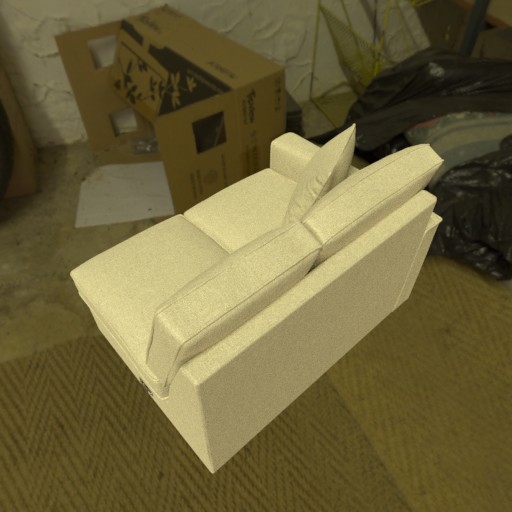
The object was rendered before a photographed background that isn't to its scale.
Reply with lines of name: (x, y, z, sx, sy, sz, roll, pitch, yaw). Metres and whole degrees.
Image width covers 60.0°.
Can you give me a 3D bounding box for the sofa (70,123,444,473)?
sofa: (0.000, 0.000, 2.018, 1.388, 0.989, 0.991, -33, 55, -27)
